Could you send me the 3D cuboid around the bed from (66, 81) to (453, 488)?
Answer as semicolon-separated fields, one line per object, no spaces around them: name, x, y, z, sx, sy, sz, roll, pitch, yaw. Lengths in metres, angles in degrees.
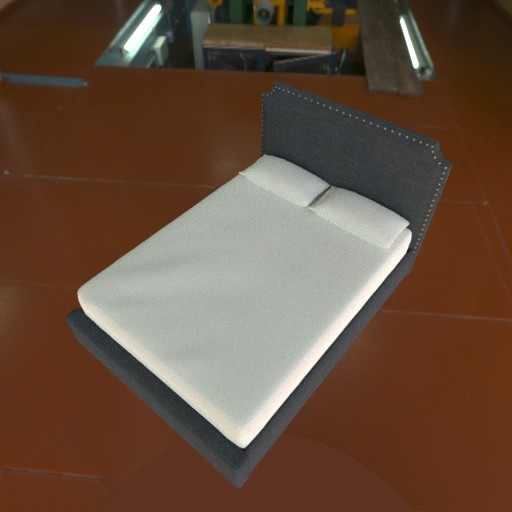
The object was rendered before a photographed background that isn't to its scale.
bed;0.000;0.000;3.318;1.713;1.443;2.372;31;54;26
